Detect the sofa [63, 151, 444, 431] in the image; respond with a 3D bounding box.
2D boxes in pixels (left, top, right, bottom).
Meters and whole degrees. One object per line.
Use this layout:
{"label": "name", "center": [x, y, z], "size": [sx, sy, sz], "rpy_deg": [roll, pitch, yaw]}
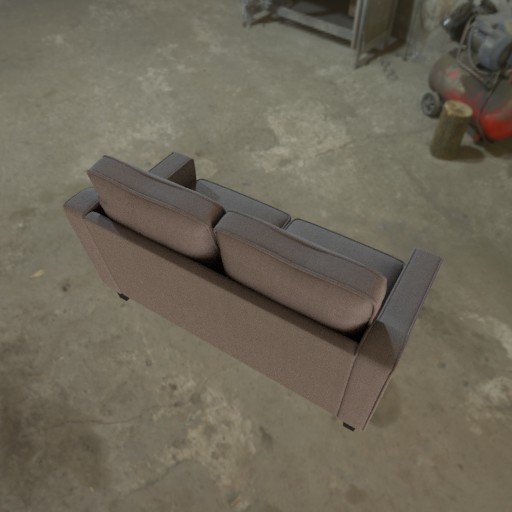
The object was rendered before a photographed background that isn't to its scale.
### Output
{"label": "sofa", "center": [0.000, 0.000, 2.065], "size": [1.500, 0.948, 0.791], "rpy_deg": [25, 53, 21]}
